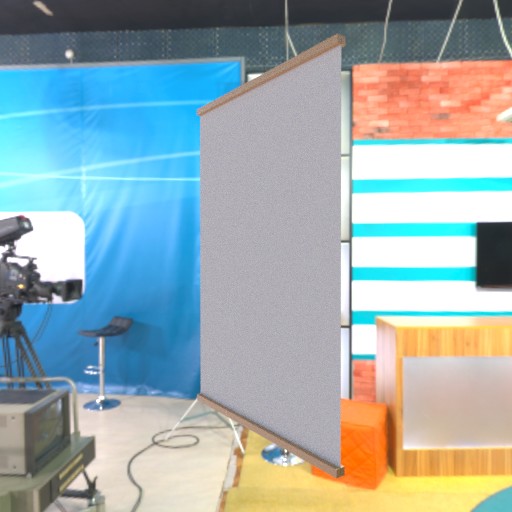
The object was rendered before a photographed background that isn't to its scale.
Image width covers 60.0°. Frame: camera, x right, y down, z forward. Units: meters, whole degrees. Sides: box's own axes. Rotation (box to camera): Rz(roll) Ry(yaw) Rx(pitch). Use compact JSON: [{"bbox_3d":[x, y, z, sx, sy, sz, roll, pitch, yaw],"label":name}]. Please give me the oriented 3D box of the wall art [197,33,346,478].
[{"bbox_3d":[0.000,0.000,0.776,0.016,0.611,0.401,0,1,-36],"label":"wall art"}]
